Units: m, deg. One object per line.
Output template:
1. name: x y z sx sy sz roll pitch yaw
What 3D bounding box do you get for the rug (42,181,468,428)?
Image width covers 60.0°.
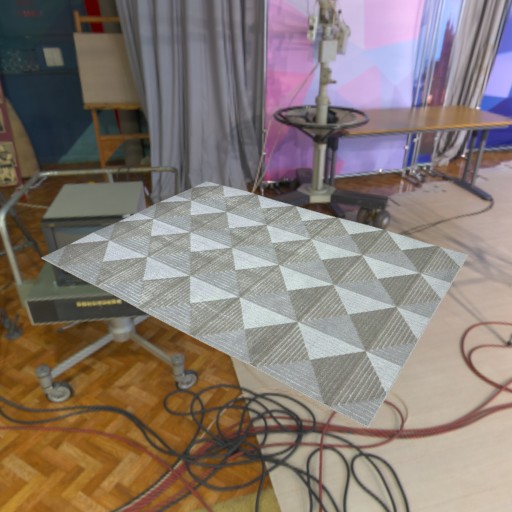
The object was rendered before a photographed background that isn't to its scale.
1. rug: 0.000 0.000 4.276 3.333 0.027 2.428 20 36 30
